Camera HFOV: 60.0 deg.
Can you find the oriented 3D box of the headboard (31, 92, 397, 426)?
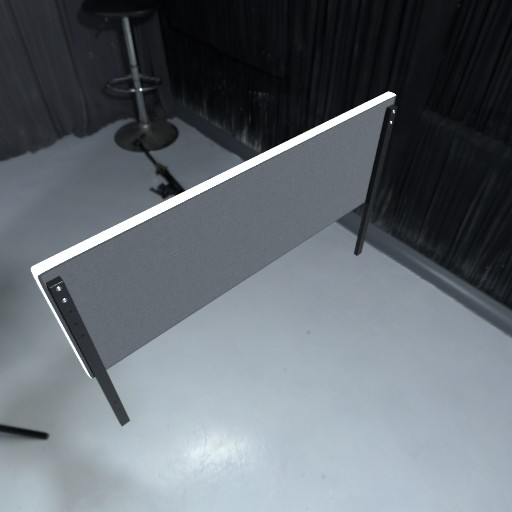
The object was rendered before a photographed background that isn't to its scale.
[{"bbox_3d":[0.000,0.000,2.808,2.362,1.410,0.120,-32,54,-27],"label":"headboard"}]
